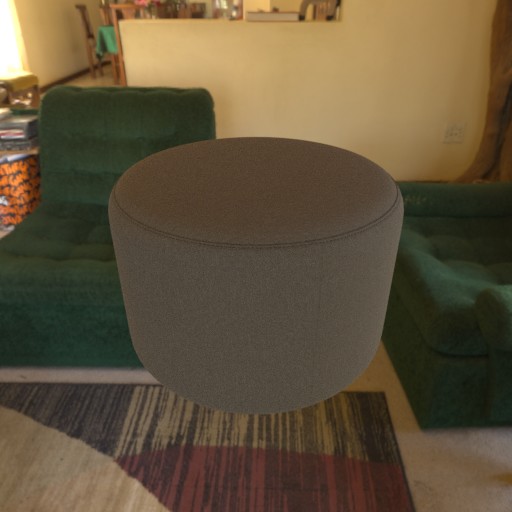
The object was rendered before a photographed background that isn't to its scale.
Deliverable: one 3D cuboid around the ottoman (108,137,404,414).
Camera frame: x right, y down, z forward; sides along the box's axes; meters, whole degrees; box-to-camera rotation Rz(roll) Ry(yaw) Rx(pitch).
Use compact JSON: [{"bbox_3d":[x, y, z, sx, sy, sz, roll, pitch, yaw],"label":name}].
[{"bbox_3d":[0.000,0.000,1.022,0.608,0.433,0.608,0,30,0],"label":"ottoman"}]
